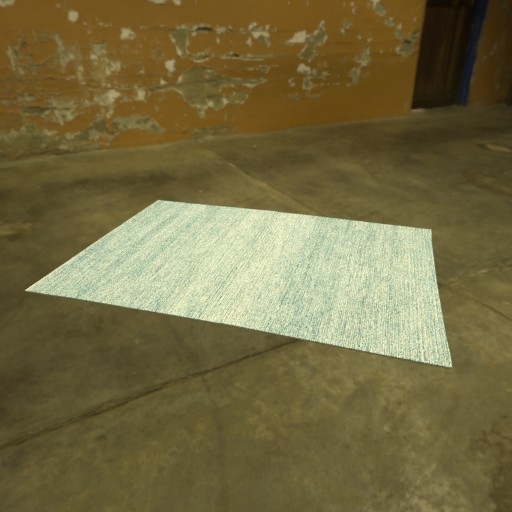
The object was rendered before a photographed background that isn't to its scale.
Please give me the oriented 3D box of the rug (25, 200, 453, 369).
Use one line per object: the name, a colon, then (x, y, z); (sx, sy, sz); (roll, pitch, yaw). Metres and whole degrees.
rug: (0.000, 0.000, 2.944); (2.306, 0.030, 1.613); (8, 28, 15)
